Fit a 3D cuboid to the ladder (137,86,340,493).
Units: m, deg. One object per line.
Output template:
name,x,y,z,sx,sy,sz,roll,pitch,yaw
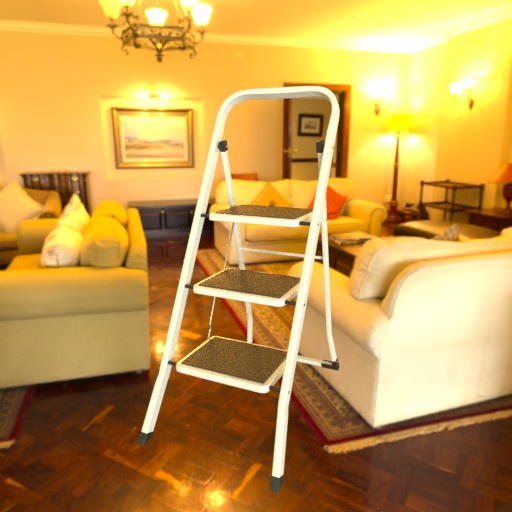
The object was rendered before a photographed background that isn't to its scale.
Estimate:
ladder,0.000,0.000,1.417,0.460,1.050,0.711,7,16,24
